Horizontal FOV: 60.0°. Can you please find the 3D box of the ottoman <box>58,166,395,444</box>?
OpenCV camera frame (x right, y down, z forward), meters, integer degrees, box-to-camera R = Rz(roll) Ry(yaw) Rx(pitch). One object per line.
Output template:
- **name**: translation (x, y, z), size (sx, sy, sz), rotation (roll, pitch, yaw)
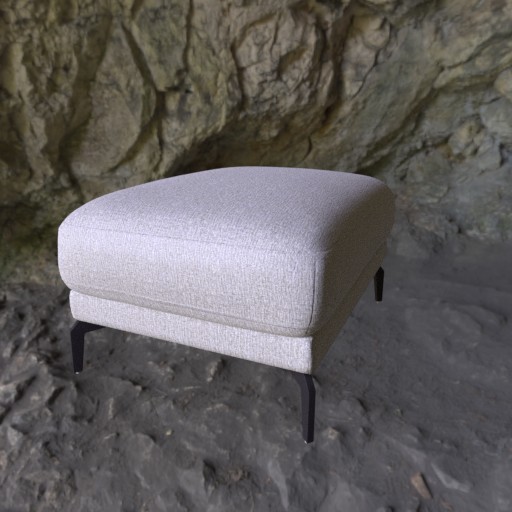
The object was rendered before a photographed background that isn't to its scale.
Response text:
- **ottoman**: translation (0.000, 0.000, 1.101), size (0.568, 0.420, 0.772), rotation (8, 18, 24)
